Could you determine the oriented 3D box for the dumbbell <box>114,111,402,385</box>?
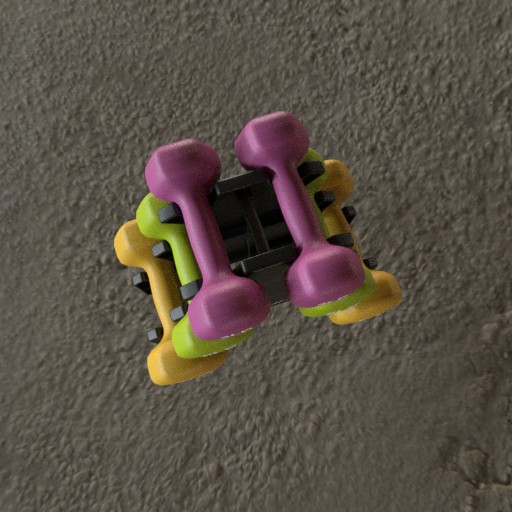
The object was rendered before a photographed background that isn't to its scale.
[{"bbox_3d":[0.000,0.000,0.459,0.300,0.271,0.190,-18,76,-5],"label":"dumbbell"}]
